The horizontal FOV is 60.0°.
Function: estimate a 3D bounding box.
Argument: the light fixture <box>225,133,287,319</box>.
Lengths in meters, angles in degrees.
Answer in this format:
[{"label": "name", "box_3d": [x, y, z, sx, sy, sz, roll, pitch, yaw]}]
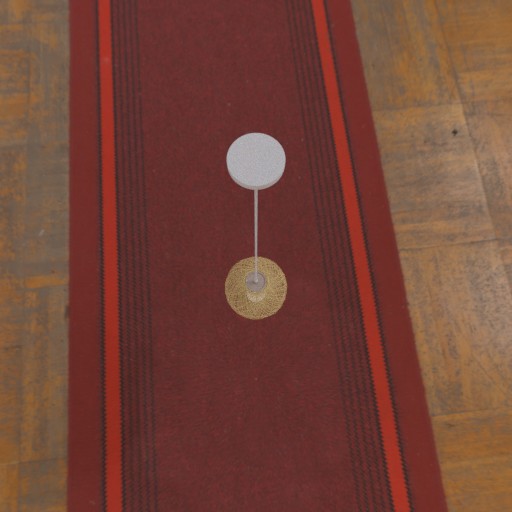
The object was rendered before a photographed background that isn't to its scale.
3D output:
[{"label": "light fixture", "box_3d": [0.000, 0.000, 2.136, 0.406, 1.955, 0.407, 38, 78, 10]}]
